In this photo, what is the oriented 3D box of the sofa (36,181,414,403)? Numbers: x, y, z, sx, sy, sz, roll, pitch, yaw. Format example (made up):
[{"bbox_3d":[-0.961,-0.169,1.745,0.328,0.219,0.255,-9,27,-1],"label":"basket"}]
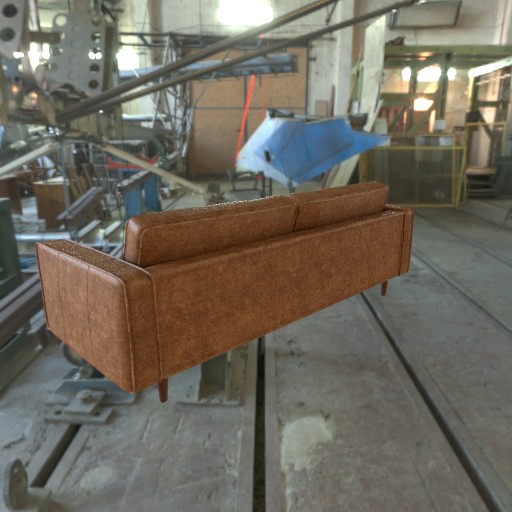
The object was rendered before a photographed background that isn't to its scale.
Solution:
[{"bbox_3d":[0.000,0.000,2.621,2.199,0.779,0.886,-15,22,-42],"label":"sofa"}]
